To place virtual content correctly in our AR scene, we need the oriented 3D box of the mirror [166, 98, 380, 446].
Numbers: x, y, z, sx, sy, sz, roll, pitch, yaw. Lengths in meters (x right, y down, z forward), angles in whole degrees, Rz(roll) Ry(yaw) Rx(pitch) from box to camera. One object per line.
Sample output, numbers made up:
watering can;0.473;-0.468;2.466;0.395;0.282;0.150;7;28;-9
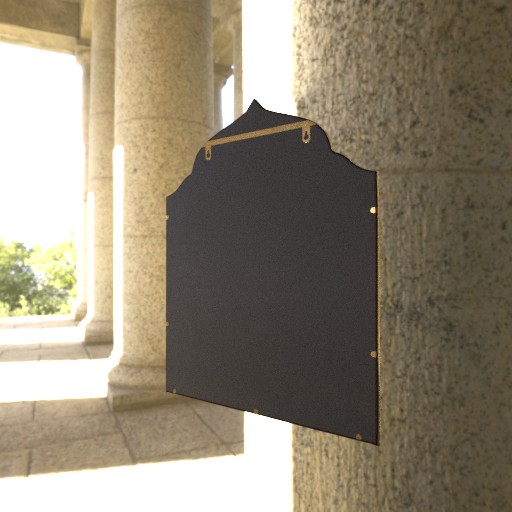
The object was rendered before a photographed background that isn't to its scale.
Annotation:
mirror;0.000;0.000;0.893;0.513;0.635;0.018;0;-1;36
